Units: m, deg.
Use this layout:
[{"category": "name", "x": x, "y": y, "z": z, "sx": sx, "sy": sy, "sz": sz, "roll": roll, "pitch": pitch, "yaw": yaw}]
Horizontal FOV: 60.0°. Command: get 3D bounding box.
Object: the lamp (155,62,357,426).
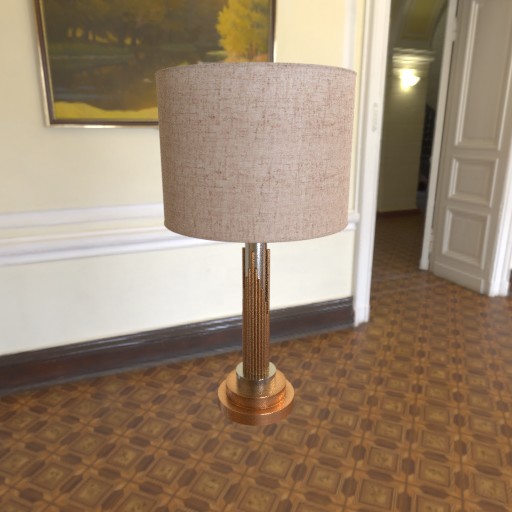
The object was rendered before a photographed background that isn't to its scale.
[{"category": "lamp", "x": 0.000, "y": 0.000, "z": 0.806, "sx": 0.321, "sy": 0.610, "sz": 0.321, "roll": -3, "pitch": 17, "yaw": -9}]
